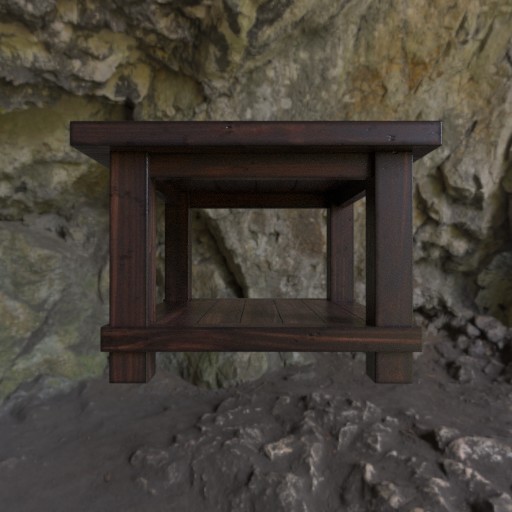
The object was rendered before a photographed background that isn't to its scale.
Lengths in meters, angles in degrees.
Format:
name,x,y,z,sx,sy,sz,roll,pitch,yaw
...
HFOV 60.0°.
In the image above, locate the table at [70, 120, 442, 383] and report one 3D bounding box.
name,x,y,z,sx,sy,sz,roll,pitch,yaw
table,0.000,0.000,1.015,0.606,0.437,0.593,0,0,0
